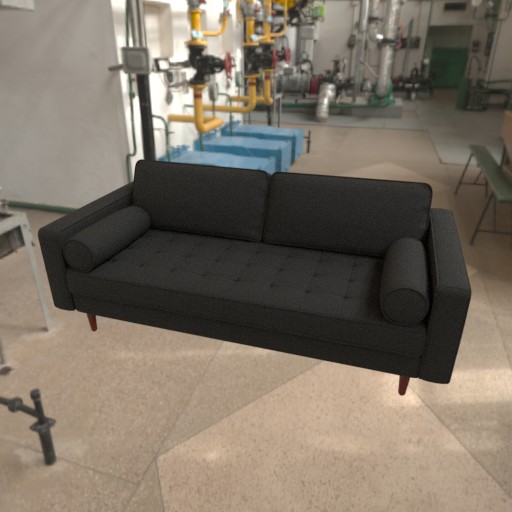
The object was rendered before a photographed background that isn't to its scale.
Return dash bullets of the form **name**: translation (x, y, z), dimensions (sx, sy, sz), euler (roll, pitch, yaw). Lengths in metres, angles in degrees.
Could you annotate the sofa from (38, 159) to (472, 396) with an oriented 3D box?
- **sofa**: translation (0.000, 0.000, 2.256), dimensions (1.875, 0.759, 0.914), euler (8, 27, 16)
